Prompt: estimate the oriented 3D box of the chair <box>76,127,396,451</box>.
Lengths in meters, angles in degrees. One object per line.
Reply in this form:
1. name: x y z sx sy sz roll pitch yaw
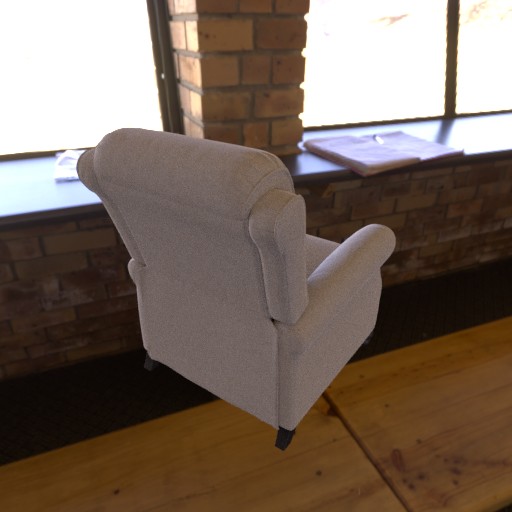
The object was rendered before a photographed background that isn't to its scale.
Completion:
1. chair: 0.000 0.000 1.739 0.859 1.046 0.919 19 33 31
